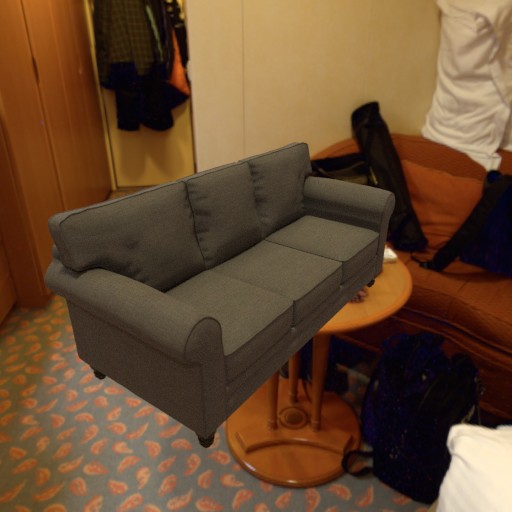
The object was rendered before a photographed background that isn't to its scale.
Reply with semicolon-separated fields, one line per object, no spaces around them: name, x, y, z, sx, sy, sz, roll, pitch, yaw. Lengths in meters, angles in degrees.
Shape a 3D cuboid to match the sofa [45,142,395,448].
sofa;0.000;0.000;2.599;0.909;0.966;2.084;17;30;32
